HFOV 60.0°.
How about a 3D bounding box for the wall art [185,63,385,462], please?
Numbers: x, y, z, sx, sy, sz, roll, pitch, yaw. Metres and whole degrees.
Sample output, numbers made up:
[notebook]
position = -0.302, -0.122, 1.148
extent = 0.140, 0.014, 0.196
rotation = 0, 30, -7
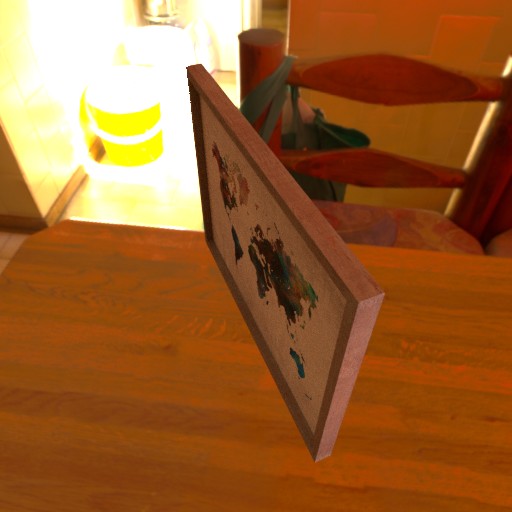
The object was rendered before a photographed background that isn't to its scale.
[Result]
[wall art]
position = 0.000, 0.000, 1.772
extent = 0.070, 1.009, 1.320
rotation = -17, 49, -16
